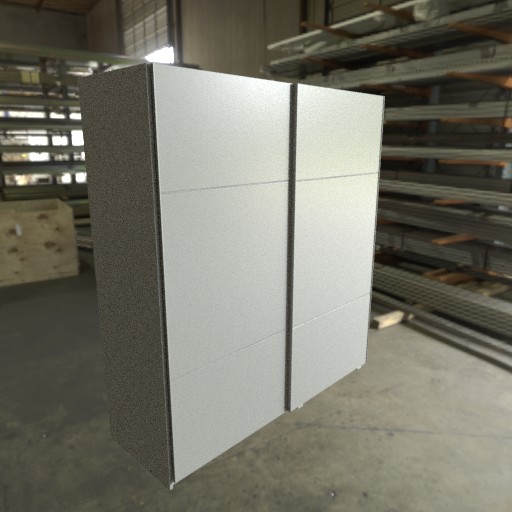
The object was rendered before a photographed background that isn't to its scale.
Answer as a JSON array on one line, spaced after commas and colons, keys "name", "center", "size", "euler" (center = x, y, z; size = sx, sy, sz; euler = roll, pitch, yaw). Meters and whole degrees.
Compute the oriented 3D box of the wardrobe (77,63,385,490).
[{"name": "wardrobe", "center": [0.000, 0.000, 2.742], "size": [0.629, 1.960, 1.780], "euler": [13, 19, 42]}]
